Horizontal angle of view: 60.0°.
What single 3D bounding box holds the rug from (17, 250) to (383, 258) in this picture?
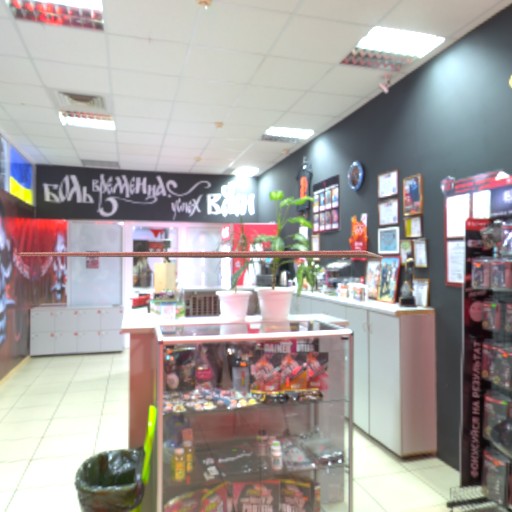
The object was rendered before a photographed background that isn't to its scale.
[{"bbox_3d":[0.000,0.000,2.276,1.219,0.012,1.839,0,-1,17],"label":"rug"}]
